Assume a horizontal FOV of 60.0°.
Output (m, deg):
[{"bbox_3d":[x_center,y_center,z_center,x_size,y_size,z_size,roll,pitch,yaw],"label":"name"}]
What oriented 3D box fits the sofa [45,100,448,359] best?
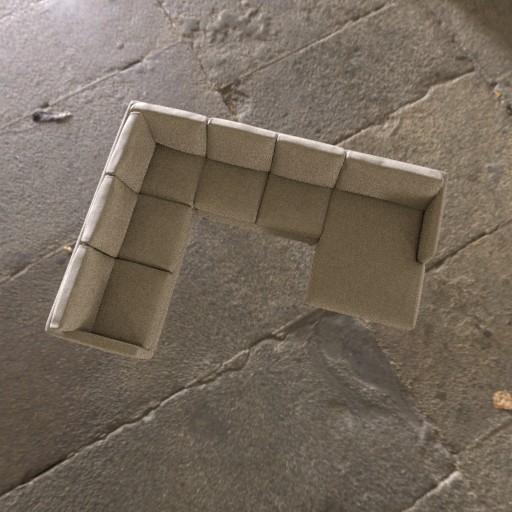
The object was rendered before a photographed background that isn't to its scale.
[{"bbox_3d":[0.000,0.000,4.571,3.460,0.959,2.593,14,76,4],"label":"sofa"}]
